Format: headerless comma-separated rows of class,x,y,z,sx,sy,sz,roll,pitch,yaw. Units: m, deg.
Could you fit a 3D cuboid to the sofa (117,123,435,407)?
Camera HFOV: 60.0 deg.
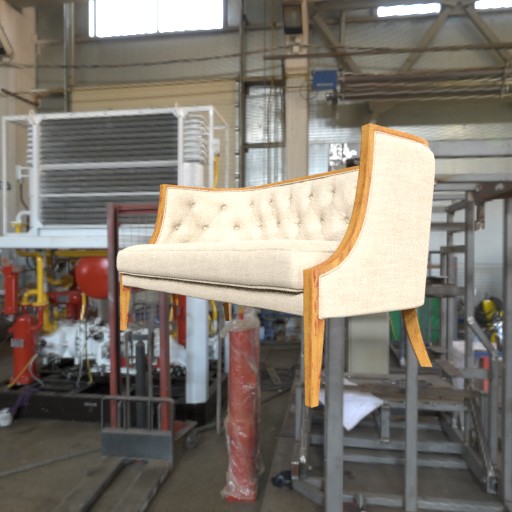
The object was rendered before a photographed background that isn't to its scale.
sofa,0.000,0.000,1.932,0.770,0.775,1.474,0,1,-36
